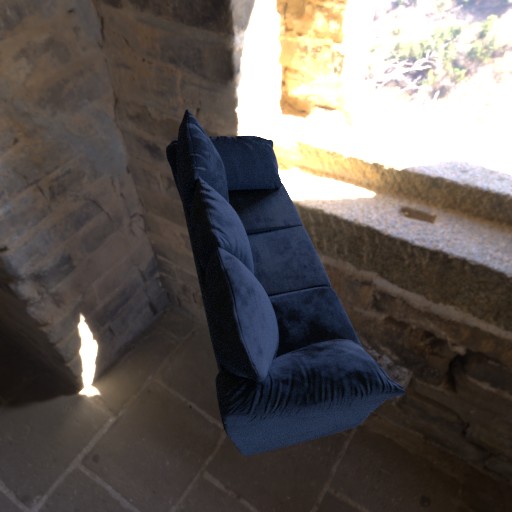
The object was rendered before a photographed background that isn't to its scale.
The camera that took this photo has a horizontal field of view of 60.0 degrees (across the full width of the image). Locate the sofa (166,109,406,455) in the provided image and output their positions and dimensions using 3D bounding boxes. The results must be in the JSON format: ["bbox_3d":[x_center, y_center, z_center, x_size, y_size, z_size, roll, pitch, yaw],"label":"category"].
[{"bbox_3d":[0.000,0.000,2.939,0.907,1.091,2.390,-10,48,-10],"label":"sofa"}]
